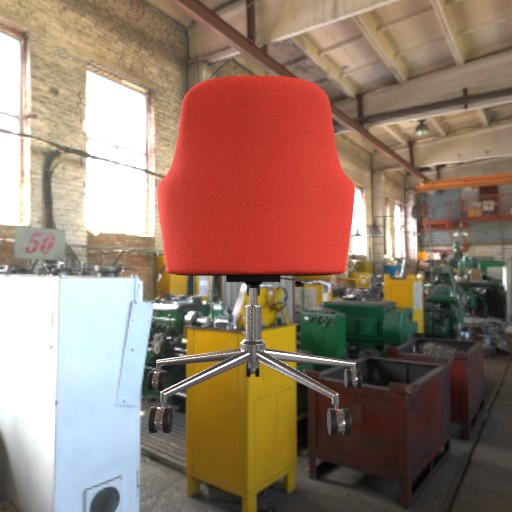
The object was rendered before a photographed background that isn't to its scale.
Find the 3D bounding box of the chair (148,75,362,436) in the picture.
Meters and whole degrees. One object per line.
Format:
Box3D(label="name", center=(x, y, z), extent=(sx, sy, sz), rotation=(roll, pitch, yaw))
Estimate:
Box3D(label="chair", center=(0.000, 0.000, 1.279), extent=(0.655, 0.820, 0.600), rotation=(0, -2, 0))
